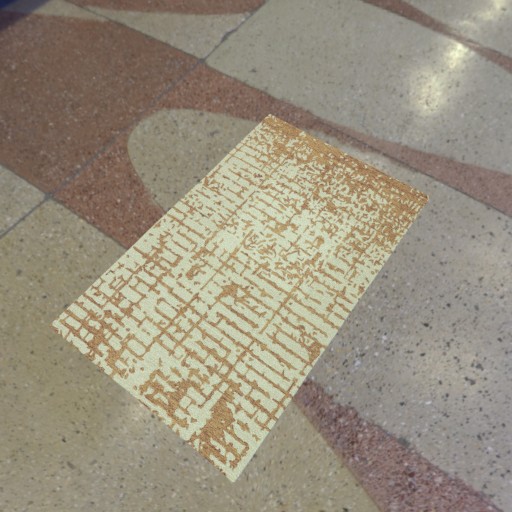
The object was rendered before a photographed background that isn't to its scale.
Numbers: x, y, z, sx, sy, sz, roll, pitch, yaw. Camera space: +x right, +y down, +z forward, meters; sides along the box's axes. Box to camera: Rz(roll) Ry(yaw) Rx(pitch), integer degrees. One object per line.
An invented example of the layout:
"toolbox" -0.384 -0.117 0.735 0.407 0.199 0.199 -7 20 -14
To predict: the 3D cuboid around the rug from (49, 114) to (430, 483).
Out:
"rug" 0.000 0.000 3.122 1.517 0.011 2.435 33 65 18
